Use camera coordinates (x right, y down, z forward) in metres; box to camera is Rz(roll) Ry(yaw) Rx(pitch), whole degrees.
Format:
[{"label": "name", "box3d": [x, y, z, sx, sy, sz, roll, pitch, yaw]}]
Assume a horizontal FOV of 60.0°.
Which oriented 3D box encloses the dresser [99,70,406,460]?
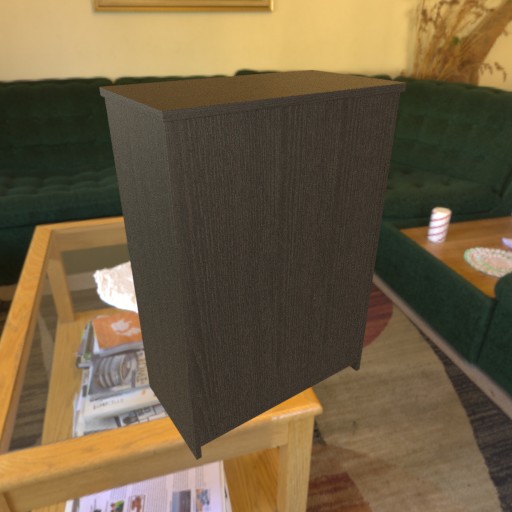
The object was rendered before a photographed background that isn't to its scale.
[{"label": "dresser", "box3d": [0.000, 0.000, 1.401, 0.704, 1.020, 0.399, -18, 33, -30]}]
